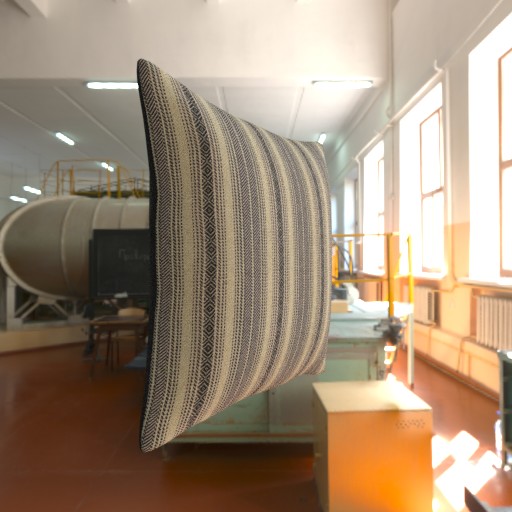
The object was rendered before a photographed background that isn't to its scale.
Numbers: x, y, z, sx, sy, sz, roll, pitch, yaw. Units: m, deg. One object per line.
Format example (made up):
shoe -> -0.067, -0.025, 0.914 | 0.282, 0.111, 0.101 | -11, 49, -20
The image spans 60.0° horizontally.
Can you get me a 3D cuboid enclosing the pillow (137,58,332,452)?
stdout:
pillow -> 0.000, 0.000, 0.777 | 0.166, 0.508, 0.520 | 0, -1, 35
